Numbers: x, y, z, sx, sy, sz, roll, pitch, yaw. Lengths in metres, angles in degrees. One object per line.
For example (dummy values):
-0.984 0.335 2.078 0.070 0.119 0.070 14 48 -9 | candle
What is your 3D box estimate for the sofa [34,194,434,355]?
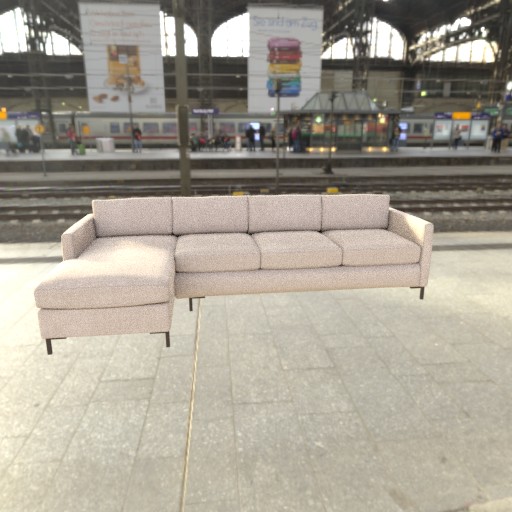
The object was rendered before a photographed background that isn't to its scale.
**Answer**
0.000 0.000 3.537 2.923 0.816 1.469 -2 16 -8 | sofa
